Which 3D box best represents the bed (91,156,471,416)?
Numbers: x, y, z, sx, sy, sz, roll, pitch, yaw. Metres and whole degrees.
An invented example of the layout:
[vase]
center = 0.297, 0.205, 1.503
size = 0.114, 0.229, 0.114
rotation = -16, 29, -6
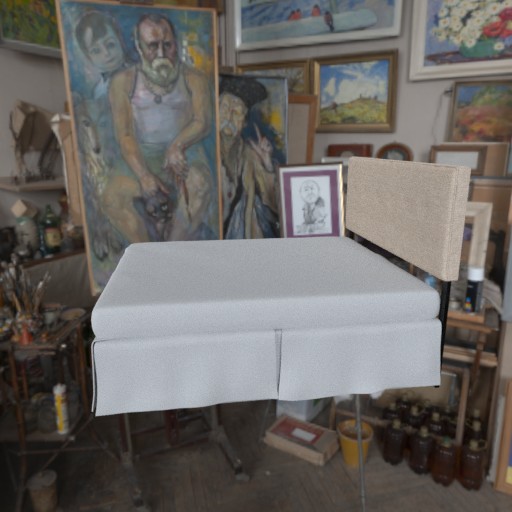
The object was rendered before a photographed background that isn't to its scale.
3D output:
[bed]
center = 0.000, 0.000, 3.025
size = 1.978, 1.270, 1.643
rotation = -2, 15, -8
